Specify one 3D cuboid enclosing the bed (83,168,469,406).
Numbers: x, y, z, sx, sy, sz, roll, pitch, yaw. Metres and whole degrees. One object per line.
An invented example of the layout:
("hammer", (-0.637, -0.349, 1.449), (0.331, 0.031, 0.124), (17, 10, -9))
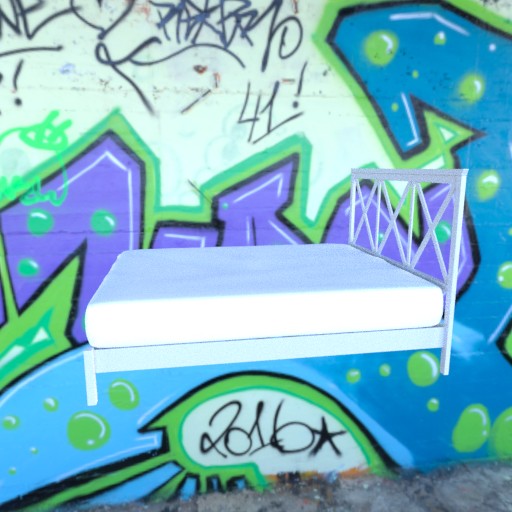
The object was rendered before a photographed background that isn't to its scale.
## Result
("bed", (0.000, 0.000, 3.241), (2.135, 1.253, 1.673), (-2, 11, -10))
